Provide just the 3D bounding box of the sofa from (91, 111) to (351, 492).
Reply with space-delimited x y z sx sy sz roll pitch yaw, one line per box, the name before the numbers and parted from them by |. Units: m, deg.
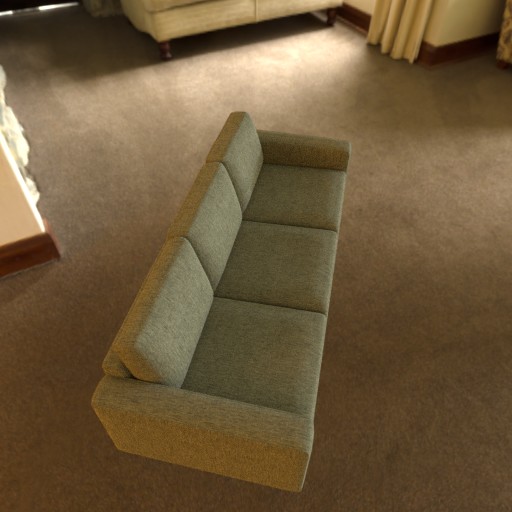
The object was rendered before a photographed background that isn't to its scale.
sofa | 0.000 0.000 2.521 0.900 0.800 2.160 9 47 9
